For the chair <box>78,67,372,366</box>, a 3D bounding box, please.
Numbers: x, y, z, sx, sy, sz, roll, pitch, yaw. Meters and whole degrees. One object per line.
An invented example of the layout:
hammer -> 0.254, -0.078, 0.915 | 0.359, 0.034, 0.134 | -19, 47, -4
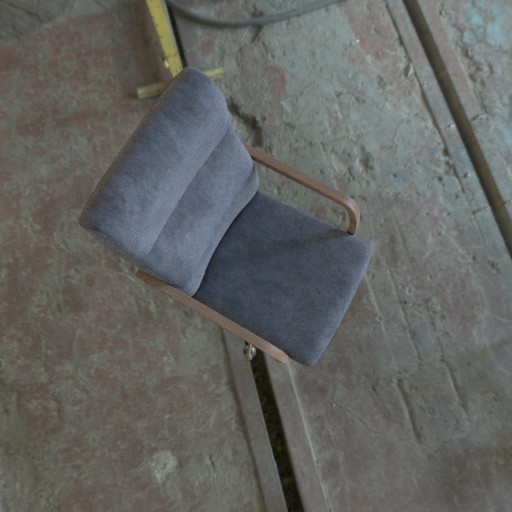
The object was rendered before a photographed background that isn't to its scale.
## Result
chair -> 0.000, 0.000, 1.513 | 0.741, 1.029, 0.640 | 29, 78, 7
